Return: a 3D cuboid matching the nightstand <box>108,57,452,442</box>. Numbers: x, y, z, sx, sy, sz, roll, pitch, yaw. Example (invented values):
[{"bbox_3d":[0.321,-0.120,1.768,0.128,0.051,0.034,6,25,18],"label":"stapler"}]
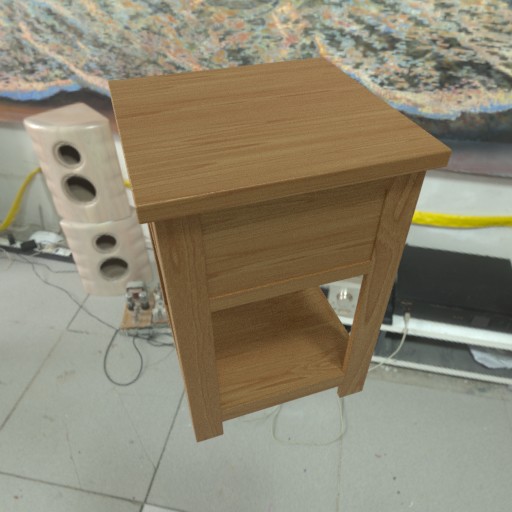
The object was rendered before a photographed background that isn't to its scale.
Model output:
[{"bbox_3d":[0.000,0.000,0.904,0.428,0.614,0.418,-12,43,-14],"label":"nightstand"}]
